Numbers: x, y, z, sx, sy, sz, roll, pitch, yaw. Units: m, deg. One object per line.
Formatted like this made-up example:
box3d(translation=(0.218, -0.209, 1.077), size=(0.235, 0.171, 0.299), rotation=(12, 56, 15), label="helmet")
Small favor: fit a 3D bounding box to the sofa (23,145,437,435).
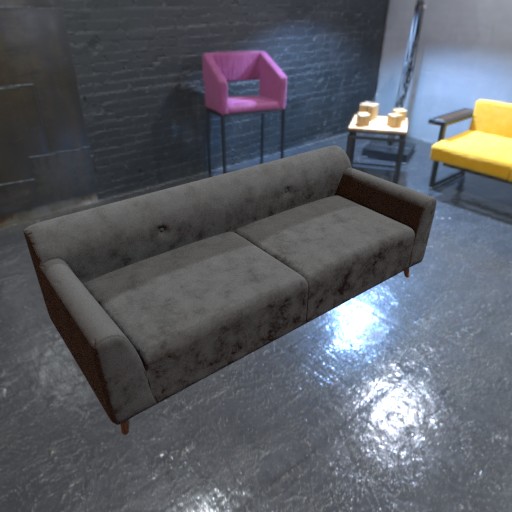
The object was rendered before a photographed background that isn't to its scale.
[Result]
box3d(translation=(0.000, 0.000, 2.596), size=(2.190, 0.740, 0.900), rotation=(-22, 37, -32), label="sofa")
